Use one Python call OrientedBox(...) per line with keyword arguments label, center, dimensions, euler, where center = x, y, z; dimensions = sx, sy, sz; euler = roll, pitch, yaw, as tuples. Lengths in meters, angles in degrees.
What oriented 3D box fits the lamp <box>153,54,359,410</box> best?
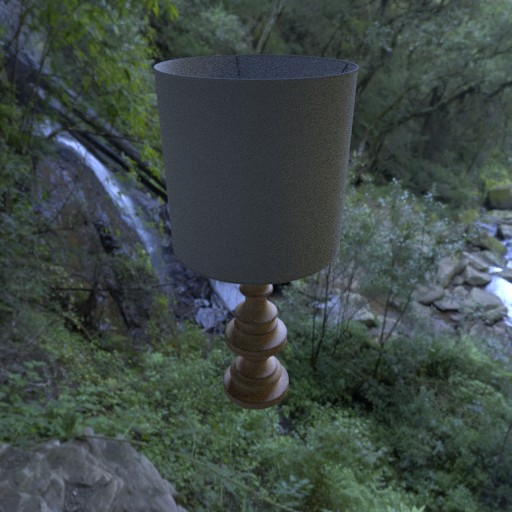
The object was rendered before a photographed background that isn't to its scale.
OrientedBox(label="lamp", center=(0.000, 0.000, 0.571), dimensions=(0.208, 0.455, 0.208), euler=(-18, 34, -29))
